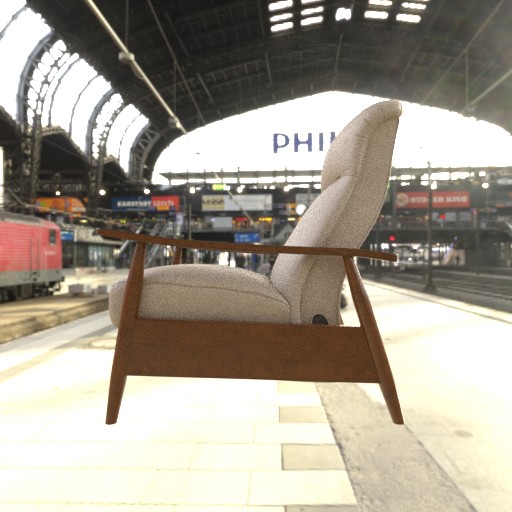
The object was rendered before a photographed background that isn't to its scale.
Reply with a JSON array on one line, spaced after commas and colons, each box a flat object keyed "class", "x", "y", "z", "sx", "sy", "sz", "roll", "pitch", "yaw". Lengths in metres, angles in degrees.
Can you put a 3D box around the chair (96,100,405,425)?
[{"class": "chair", "x": 0.000, "y": 0.000, "z": 1.788, "sx": 1.030, "sy": 1.082, "sz": 0.762, "roll": 0, "pitch": 0, "yaw": 0}]
